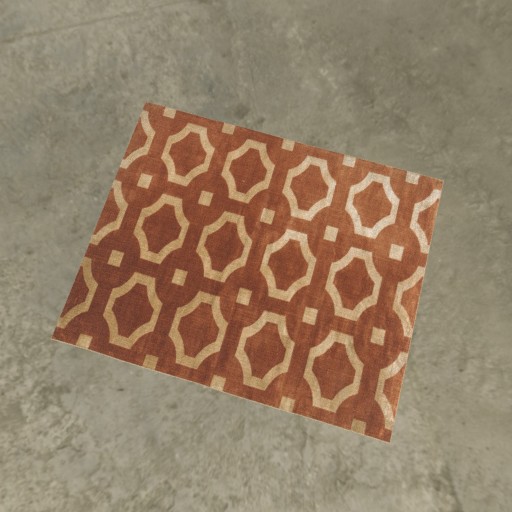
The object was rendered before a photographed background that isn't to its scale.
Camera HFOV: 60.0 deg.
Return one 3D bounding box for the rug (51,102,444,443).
[{"bbox_3d":[0.000,0.000,4.084,3.049,0.021,2.466,16,76,4],"label":"rug"}]
